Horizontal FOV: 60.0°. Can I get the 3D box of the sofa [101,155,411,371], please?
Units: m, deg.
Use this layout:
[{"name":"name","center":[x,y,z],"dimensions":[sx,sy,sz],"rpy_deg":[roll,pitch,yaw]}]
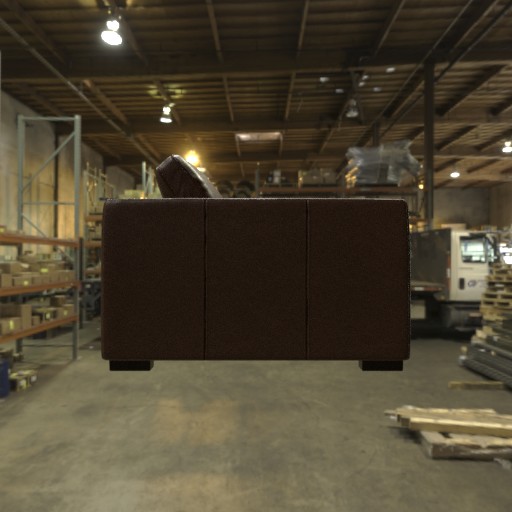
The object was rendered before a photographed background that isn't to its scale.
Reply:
[{"name":"sofa","center":[0.000,0.000,2.429],"dimensions":[1.070,0.800,1.920],"rpy_deg":[0,0,0]}]
